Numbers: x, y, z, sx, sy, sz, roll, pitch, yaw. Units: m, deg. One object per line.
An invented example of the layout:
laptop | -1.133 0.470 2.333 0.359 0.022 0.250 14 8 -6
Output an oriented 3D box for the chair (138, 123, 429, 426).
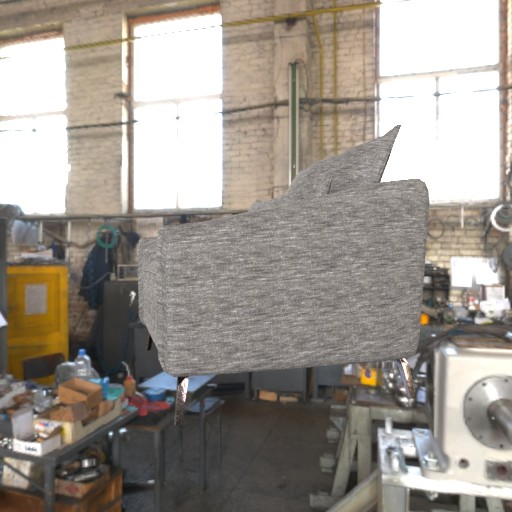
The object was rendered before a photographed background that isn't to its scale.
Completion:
chair | 0.000 0.000 1.646 0.805 0.842 1.004 0 0 -18
